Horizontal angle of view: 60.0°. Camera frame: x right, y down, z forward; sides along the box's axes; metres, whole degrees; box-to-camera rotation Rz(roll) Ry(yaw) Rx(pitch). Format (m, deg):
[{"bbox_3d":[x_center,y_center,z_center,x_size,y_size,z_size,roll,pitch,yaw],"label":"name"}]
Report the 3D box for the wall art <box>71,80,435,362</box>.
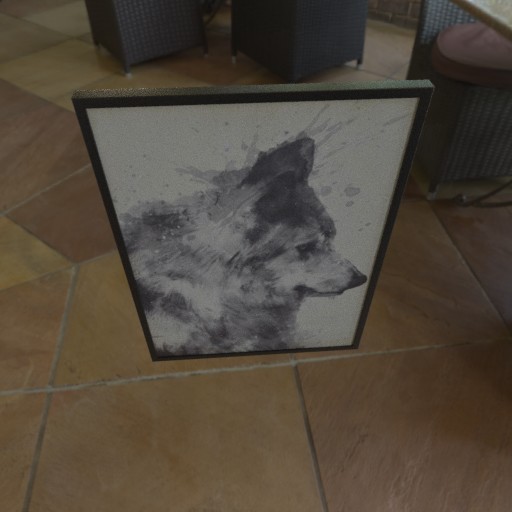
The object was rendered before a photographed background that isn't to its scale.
[{"bbox_3d":[0.000,0.000,1.367,0.804,1.061,0.039,-3,45,-3],"label":"wall art"}]
